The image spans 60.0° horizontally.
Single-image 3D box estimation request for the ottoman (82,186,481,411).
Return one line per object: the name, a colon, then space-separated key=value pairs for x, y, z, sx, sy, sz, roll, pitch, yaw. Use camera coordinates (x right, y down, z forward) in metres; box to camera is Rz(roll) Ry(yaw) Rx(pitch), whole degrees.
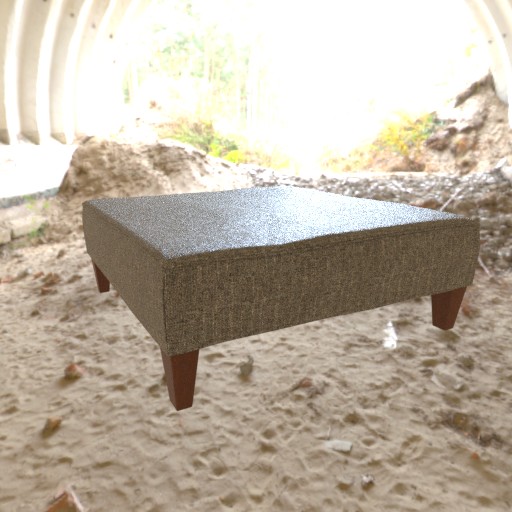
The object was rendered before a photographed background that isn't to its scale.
ottoman: x=0.000 y=0.000 z=1.520 sx=0.981 sy=0.379 sz=1.016 roll=-8 pitch=17 yaw=-28
